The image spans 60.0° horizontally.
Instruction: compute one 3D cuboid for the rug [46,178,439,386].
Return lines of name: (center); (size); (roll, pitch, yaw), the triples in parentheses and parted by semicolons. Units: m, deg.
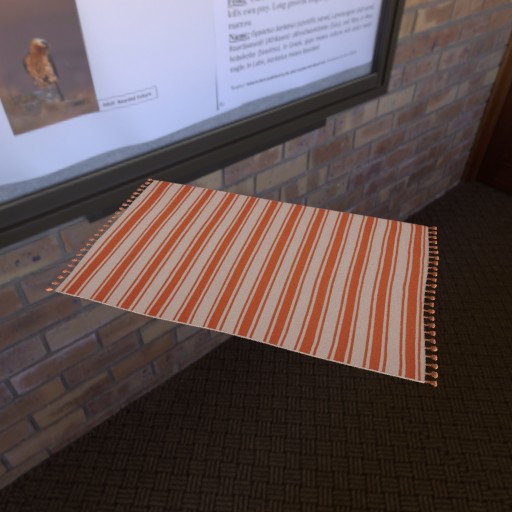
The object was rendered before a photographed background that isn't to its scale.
rug: (0.000, 0.000, 2.660); (2.092, 0.017, 1.232); (11, 42, 13)
